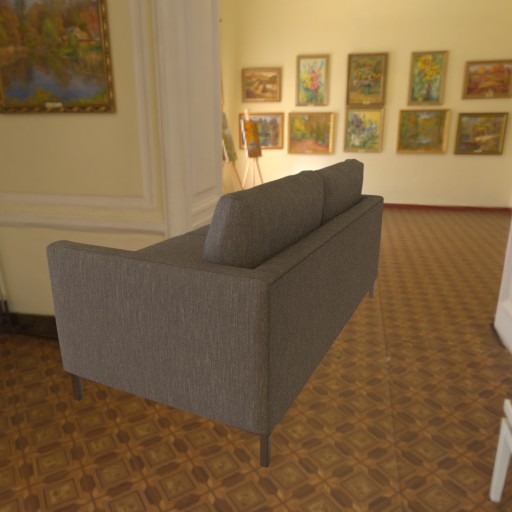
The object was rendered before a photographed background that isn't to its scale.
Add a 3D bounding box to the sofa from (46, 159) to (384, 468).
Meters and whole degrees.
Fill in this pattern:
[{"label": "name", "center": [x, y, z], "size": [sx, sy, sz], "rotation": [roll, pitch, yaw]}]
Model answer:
[{"label": "sofa", "center": [0.000, 0.000, 2.119], "size": [0.875, 0.840, 1.682], "rotation": [8, 18, 25]}]
